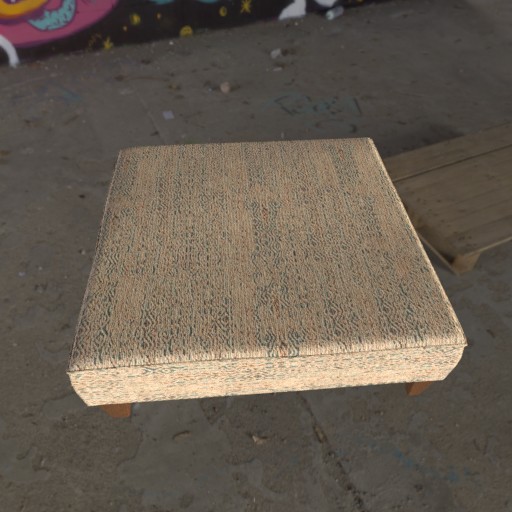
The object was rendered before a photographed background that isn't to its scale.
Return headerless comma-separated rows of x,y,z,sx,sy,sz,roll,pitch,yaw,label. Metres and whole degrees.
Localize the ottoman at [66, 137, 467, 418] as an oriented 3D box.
0.000,0.000,1.511,1.004,0.356,0.968,-3,47,-3,ottoman
